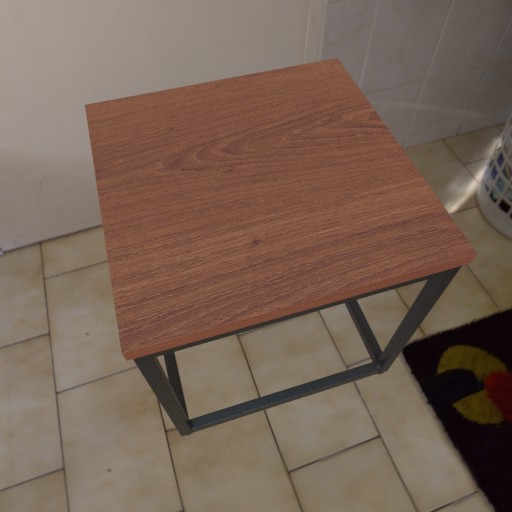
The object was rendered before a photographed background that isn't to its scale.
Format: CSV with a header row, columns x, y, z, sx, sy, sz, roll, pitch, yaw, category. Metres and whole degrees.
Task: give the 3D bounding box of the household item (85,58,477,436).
x,y,z,sx,sy,sz,roll,pitch,yaw,category
0.000,0.000,0.740,0.400,0.400,0.400,-14,57,-10,household item
